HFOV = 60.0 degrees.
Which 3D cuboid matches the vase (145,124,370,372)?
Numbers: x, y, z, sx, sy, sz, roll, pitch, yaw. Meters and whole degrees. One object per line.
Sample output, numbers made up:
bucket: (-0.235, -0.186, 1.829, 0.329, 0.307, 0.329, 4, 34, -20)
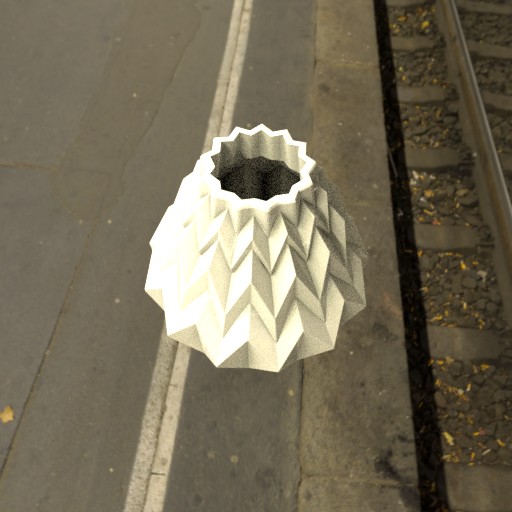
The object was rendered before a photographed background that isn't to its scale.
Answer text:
vase: (0.000, 0.000, 0.316, 0.164, 0.185, 0.164, 0, 58, 0)
